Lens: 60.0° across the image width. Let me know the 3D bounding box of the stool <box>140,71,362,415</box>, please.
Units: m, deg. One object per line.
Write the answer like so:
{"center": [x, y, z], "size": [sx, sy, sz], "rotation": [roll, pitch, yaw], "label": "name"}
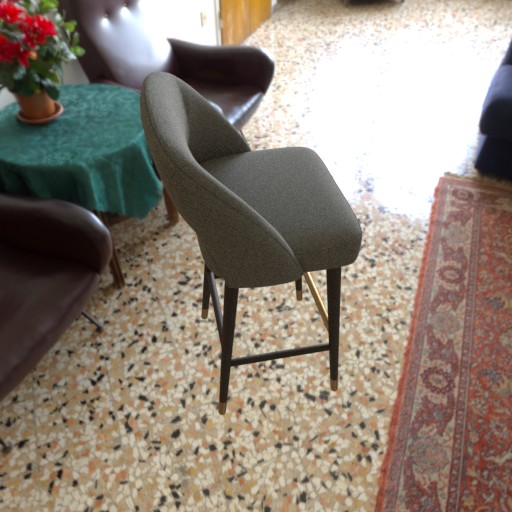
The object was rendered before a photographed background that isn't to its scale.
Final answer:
{"center": [0.000, 0.000, 1.383], "size": [0.524, 1.089, 0.536], "rotation": [-9, 46, -9], "label": "stool"}
